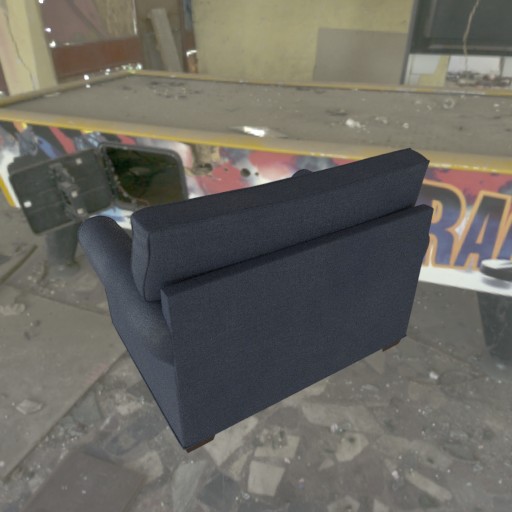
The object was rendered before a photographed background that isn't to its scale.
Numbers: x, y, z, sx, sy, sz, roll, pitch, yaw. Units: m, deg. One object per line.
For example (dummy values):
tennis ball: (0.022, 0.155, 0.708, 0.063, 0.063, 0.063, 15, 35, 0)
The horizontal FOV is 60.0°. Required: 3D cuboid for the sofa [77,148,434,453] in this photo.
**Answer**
sofa: (0.000, 0.000, 2.102, 1.405, 1.004, 0.938, -18, 35, -28)
